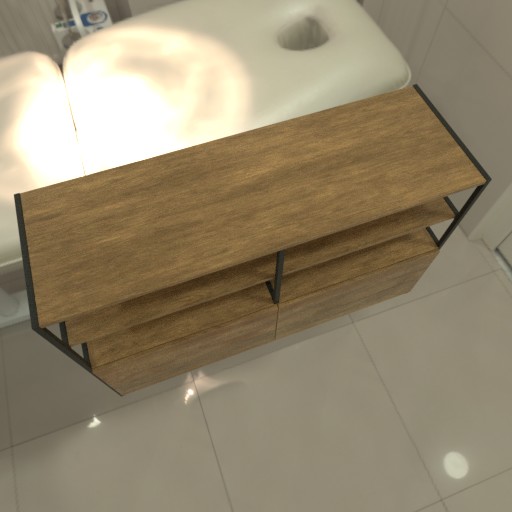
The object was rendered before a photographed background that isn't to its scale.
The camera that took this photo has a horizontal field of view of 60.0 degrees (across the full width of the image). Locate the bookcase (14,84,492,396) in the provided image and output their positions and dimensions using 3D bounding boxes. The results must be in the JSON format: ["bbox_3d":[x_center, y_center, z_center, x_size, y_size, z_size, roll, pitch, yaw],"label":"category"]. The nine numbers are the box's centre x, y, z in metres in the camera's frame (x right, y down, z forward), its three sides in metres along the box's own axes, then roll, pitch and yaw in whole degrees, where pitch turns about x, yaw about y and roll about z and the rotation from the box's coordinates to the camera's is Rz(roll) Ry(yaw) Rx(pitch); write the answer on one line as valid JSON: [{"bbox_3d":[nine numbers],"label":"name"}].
[{"bbox_3d":[0.000,0.000,1.428,1.149,0.712,0.391,-18,63,-10],"label":"bookcase"}]
